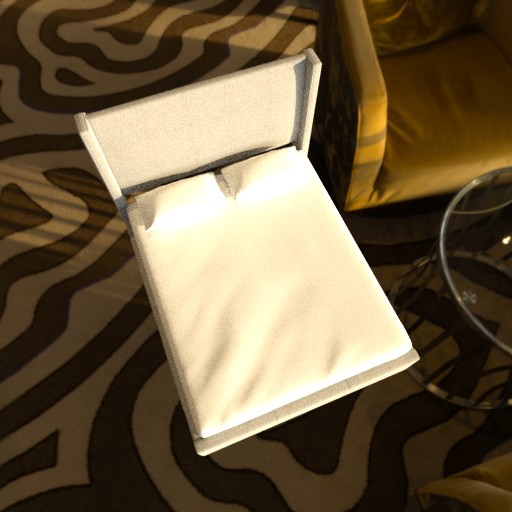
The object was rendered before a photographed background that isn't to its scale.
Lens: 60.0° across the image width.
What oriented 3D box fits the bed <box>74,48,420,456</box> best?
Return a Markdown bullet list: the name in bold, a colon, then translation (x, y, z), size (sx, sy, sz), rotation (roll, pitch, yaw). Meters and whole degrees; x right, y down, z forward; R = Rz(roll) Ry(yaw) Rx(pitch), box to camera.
- **bed**: translation (0.000, 0.000, 3.341), size (1.774, 1.491, 2.222), rotation (-20, 65, -9)
